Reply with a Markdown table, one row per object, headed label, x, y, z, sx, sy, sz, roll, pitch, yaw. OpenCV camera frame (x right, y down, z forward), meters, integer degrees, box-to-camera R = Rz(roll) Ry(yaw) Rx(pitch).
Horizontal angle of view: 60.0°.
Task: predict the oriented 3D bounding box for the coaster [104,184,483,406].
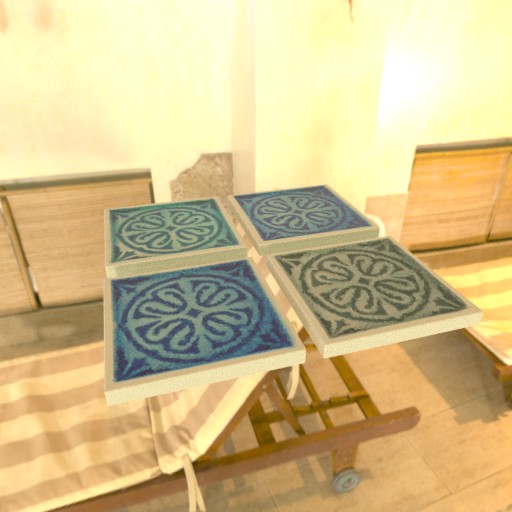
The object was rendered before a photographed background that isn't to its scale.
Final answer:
| label | x | y | z | sx | sy | sz | roll | pitch | yaw |
| --- | --- | --- | --- | --- | --- | --- | --- | --- | --- |
| coaster | 0.000 | 0.000 | 0.327 | 0.214 | 0.010 | 0.219 | -9 | 31 | -14 |
